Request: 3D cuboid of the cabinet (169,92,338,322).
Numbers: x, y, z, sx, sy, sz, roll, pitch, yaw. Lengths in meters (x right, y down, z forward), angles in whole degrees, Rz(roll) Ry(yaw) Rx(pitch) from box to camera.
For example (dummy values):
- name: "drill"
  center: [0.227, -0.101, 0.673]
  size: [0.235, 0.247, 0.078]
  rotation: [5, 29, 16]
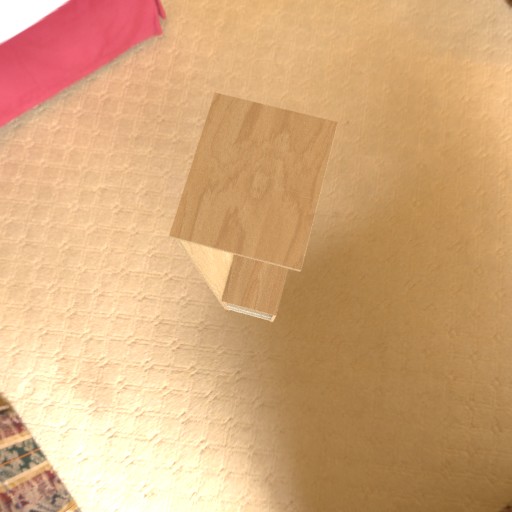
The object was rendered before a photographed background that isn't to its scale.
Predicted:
- name: "cabinet"
  center: [0.000, 0.000, 2.050]
  size: [0.338, 1.879, 0.411]
  rotation: [15, 78, 3]
